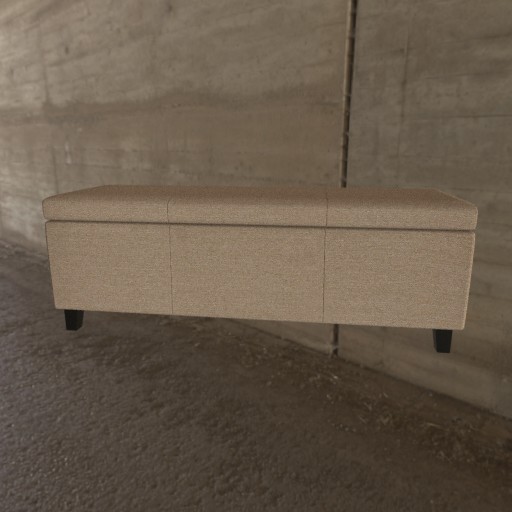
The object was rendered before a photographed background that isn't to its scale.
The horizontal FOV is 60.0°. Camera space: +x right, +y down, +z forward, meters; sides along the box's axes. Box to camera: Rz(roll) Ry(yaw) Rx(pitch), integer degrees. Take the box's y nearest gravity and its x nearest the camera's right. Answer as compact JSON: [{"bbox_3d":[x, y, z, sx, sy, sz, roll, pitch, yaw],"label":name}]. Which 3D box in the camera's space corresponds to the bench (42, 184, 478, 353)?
[{"bbox_3d":[0.000,0.000,1.501,1.269,0.438,0.446,2,14,8],"label":"bench"}]
